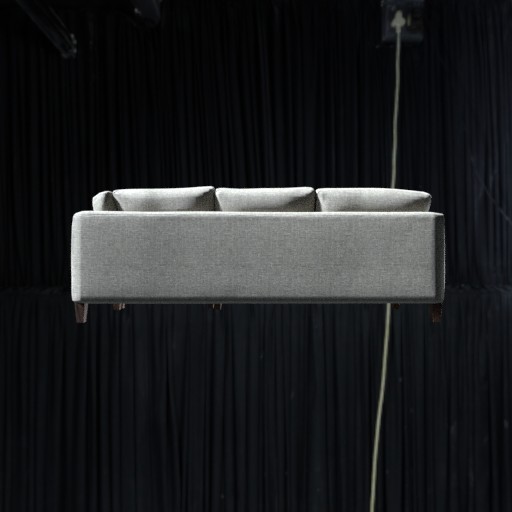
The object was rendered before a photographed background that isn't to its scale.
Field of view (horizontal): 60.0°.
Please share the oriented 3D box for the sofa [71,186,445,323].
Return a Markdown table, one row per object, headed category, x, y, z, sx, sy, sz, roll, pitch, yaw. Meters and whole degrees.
| category | x | y | z | sx | sy | sz | roll | pitch | yaw |
| --- | --- | --- | --- | --- | --- | --- | --- | --- | --- |
| sofa | 0.000 | 0.000 | 4.718 | 2.593 | 0.959 | 3.460 | 0 | -1 | -1 |
